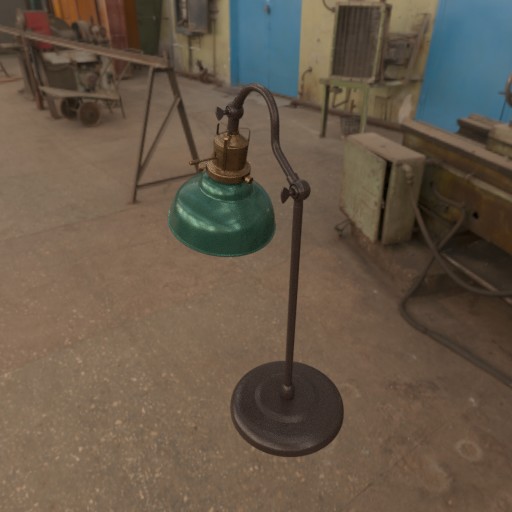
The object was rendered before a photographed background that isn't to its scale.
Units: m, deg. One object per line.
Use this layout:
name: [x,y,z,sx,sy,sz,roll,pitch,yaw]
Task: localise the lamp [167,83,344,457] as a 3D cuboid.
lamp: [0.000,0.000,0.689,0.192,0.508,0.374,-20,36,-29]
